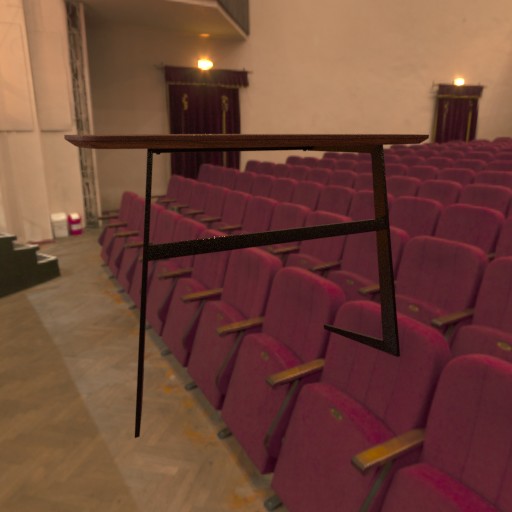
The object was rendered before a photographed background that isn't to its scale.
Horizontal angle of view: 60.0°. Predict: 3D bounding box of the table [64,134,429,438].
[{"bbox_3d":[0.000,0.000,1.089,0.804,0.576,0.361,-8,18,-27],"label":"table"}]
